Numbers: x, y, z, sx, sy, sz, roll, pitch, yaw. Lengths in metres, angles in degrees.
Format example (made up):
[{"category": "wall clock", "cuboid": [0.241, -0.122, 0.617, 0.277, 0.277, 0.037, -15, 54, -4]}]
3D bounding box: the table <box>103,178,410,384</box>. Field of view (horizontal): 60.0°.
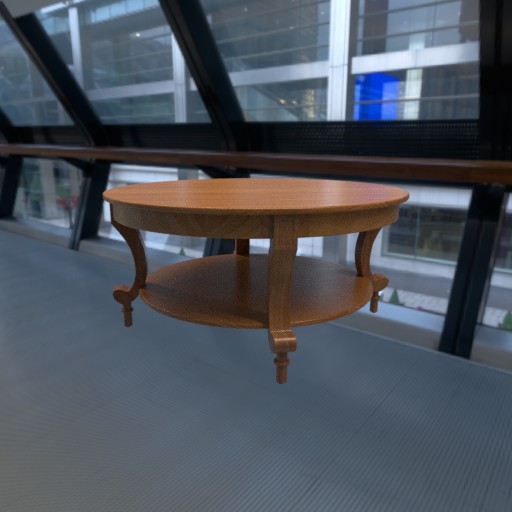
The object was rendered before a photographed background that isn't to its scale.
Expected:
[{"category": "table", "cuboid": [0.000, 0.000, 1.620, 1.029, 0.490, 1.029, 0, 14, 0]}]
